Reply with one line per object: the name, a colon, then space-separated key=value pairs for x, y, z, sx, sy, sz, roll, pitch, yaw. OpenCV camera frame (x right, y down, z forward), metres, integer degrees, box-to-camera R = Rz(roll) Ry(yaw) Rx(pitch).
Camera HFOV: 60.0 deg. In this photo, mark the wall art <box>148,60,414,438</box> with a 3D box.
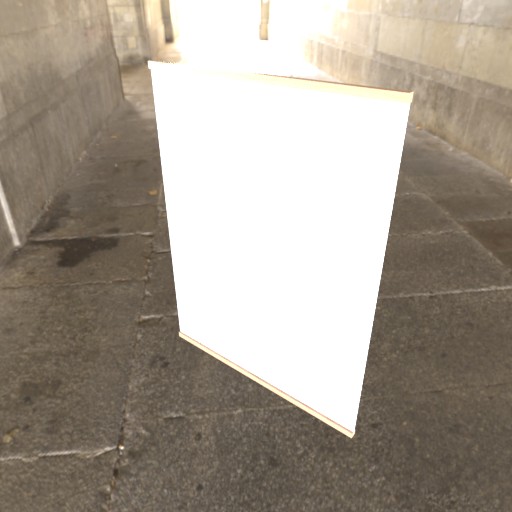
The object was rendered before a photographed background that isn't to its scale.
wall art: x=0.000 y=0.000 z=0.790 sx=0.459 sy=0.608 sz=0.012 roll=22 pitch=37 yaw=32
